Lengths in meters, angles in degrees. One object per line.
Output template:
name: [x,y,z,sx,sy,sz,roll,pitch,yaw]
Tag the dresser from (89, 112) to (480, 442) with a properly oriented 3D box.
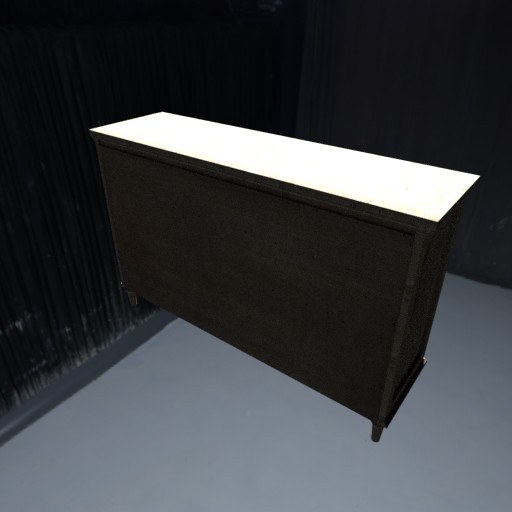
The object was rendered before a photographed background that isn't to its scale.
dresser: [0.000,0.000,2.079,1.626,1.016,0.457,21,36,31]
